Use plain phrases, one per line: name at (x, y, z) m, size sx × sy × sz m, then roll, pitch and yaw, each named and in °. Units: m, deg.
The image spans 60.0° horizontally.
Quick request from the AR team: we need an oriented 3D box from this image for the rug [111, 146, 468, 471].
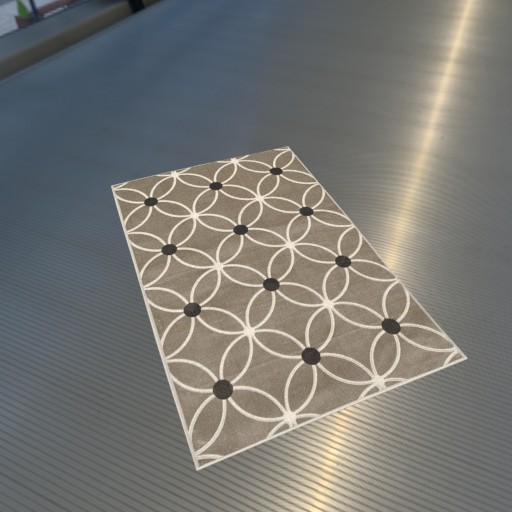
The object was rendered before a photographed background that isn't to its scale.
rug at (0.000, 0.000, 2.911) m, size 1.522 × 0.008 × 2.284 m, roll -16°, pitch 48°, yaw -15°
